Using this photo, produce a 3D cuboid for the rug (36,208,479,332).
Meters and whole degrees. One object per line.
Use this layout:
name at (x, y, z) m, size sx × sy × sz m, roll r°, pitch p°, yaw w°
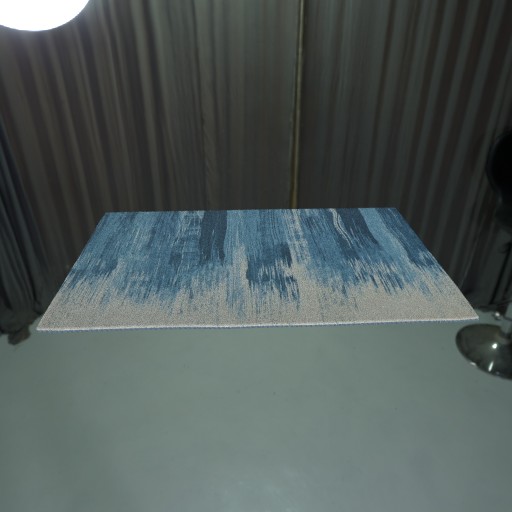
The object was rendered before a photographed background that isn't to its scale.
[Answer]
rug at (0.000, 0.000, 3.073) m, size 2.450 × 0.027 × 1.540 m, roll -1°, pitch 30°, yaw -2°
